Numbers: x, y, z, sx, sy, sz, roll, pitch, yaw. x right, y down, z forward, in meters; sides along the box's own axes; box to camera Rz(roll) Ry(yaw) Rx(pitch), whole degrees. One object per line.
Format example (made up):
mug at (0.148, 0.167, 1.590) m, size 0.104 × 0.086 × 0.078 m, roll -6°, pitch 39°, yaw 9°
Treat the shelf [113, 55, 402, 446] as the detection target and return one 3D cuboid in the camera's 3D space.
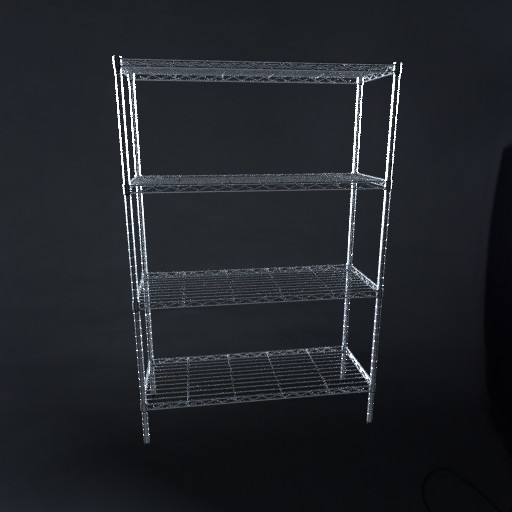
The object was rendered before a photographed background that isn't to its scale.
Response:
shelf at (0.000, 0.000, 1.716) m, size 0.907 × 1.360 × 0.352 m, roll -2°, pitch 16°, yaw -8°
